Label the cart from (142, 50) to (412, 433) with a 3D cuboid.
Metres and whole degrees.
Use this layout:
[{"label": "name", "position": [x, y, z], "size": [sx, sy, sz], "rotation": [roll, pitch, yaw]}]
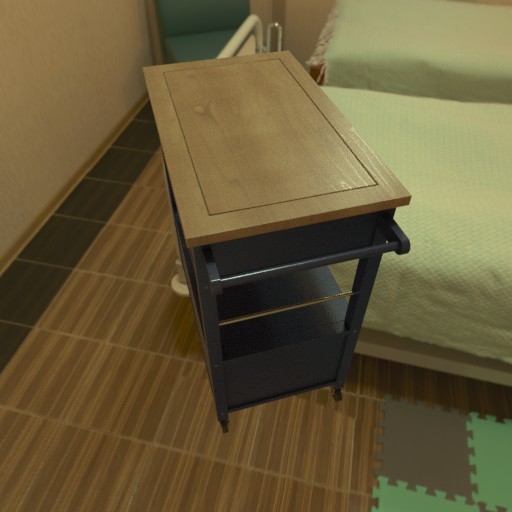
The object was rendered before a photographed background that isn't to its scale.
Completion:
[{"label": "cart", "position": [0.000, 0.000, 1.396], "size": [0.459, 0.901, 0.840], "rotation": [-12, 47, -11]}]
